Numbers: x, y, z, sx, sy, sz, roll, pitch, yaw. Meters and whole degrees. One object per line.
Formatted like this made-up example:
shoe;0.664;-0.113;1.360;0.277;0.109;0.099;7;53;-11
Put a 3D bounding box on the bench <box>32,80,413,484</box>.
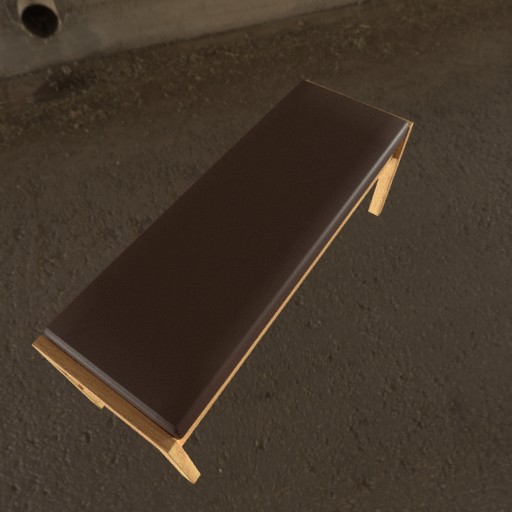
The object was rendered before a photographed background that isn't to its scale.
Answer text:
bench;0.000;0.000;1.382;0.405;0.480;1.200;30;61;19
